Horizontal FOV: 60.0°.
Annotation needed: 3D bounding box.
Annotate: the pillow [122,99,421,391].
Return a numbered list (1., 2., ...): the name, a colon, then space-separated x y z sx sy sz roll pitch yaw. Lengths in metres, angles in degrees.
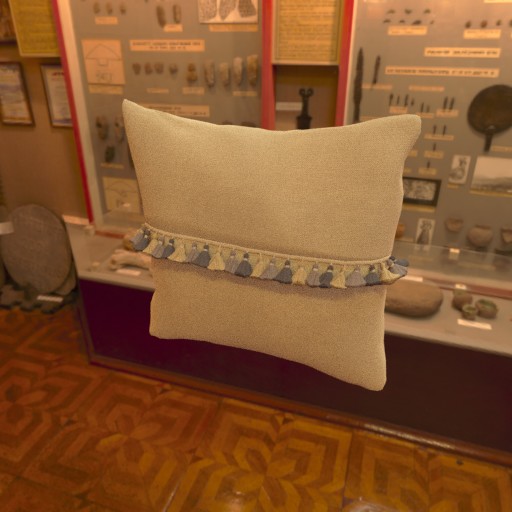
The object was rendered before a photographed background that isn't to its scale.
1. pillow: 0.000 0.000 0.750 0.489 0.481 0.165 9 28 17
